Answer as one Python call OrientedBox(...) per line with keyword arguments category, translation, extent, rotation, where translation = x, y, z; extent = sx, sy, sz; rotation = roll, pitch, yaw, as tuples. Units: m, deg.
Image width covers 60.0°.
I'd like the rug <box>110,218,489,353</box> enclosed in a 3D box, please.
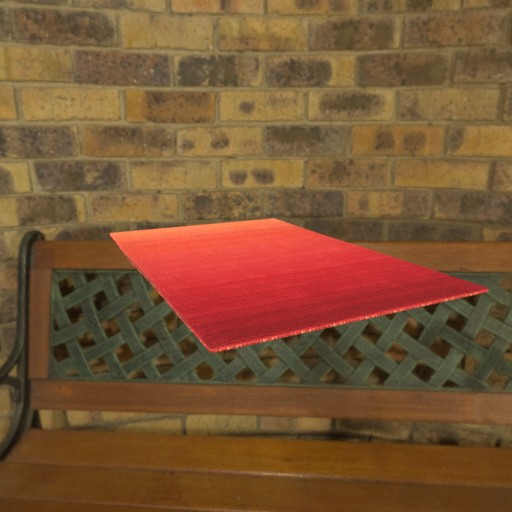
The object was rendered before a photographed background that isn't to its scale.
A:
OrientedBox(category="rug", translation=(0.000, 0.000, 2.342), extent=(1.230, 0.018, 1.835), rotation=(-7, 17, -26))
